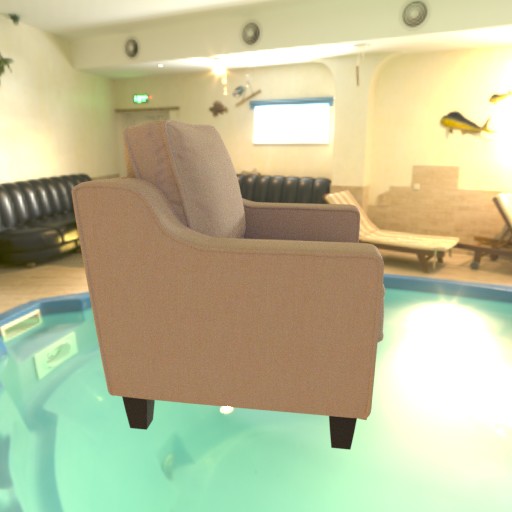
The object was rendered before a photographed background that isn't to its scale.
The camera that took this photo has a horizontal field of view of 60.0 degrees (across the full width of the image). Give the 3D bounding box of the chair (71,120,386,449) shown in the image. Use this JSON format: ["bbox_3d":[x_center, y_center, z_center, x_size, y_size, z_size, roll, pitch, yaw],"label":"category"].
[{"bbox_3d":[0.000,0.000,1.644,0.882,0.948,0.922,2,15,8],"label":"chair"}]
